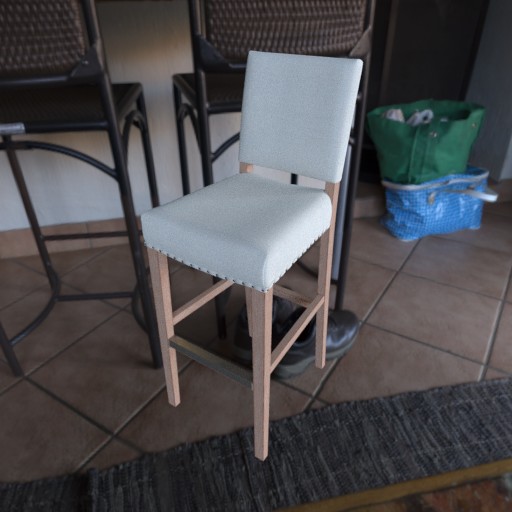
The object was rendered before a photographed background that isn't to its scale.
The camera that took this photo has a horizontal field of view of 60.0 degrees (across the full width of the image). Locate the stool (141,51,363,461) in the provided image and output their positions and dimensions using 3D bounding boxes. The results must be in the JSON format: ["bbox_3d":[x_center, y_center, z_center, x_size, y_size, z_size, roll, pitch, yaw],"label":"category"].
[{"bbox_3d":[0.000,0.000,1.425,0.428,1.143,0.546,19,36,29],"label":"stool"}]
